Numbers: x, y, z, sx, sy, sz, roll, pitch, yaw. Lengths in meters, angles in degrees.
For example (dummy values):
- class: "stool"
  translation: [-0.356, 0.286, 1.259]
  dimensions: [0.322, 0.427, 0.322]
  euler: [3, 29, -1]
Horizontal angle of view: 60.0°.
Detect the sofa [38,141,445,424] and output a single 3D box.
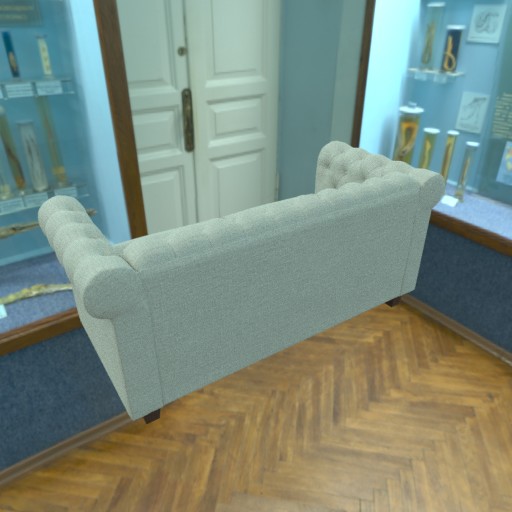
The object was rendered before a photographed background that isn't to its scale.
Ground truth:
- class: "sofa"
  translation: [0.000, 0.000, 2.239]
  dimensions: [1.798, 0.797, 0.783]
  euler: [-18, 34, -29]
